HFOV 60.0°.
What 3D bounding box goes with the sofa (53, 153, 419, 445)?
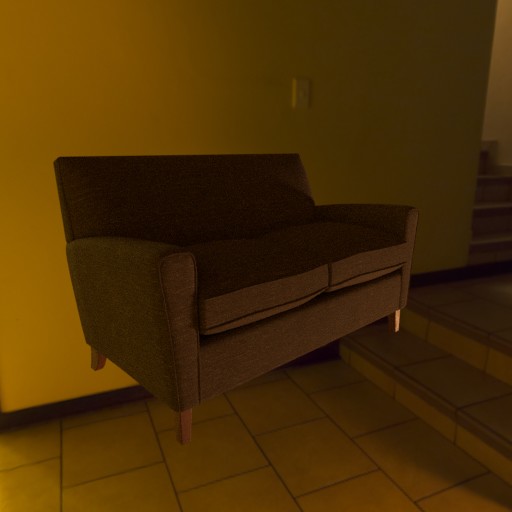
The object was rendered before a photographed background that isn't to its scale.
[{"bbox_3d":[0.000,0.000,2.050,1.509,0.905,0.867,-13,19,-42],"label":"sofa"}]
